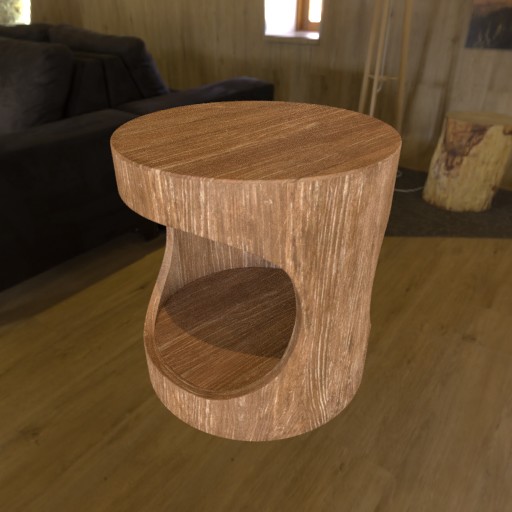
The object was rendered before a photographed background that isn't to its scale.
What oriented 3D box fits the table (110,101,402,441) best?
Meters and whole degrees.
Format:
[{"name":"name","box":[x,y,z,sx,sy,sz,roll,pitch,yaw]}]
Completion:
[{"name":"table","box":[0.000,0.000,0.973,0.527,0.551,0.527,0,31,0]}]
